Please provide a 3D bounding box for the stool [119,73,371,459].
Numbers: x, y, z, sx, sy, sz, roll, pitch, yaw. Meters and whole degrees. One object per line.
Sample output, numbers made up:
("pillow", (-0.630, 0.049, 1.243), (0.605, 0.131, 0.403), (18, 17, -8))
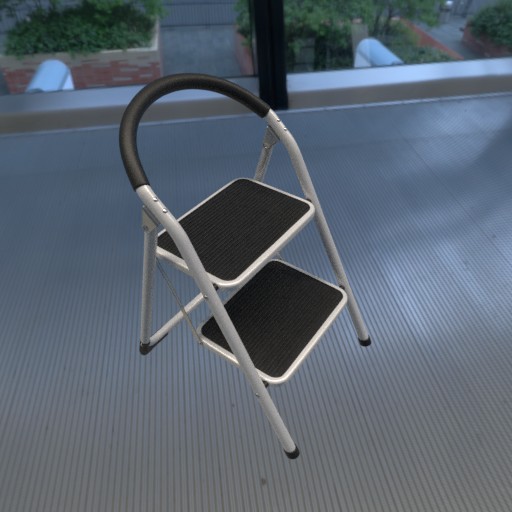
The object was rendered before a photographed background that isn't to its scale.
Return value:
("stool", (0.000, 0.000, 1.096), (0.559, 0.760, 0.453), (26, 48, 26))
